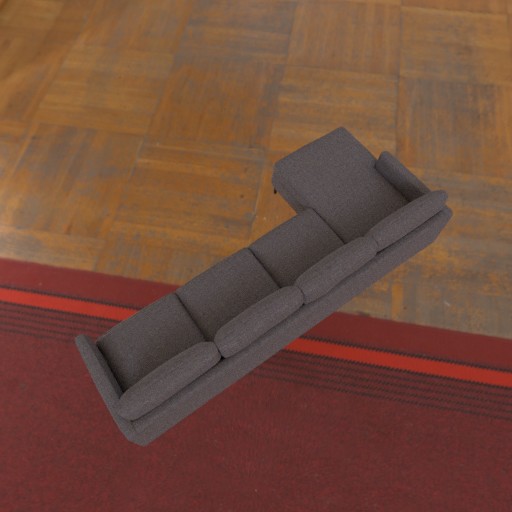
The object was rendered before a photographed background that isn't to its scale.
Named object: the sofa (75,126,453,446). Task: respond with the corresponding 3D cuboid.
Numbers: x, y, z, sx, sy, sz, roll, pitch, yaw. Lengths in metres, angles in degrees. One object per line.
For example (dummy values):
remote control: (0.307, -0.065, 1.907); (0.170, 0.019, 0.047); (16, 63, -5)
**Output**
sofa: (0.000, 0.000, 3.273); (2.731, 0.754, 1.258); (-32, 67, -16)
